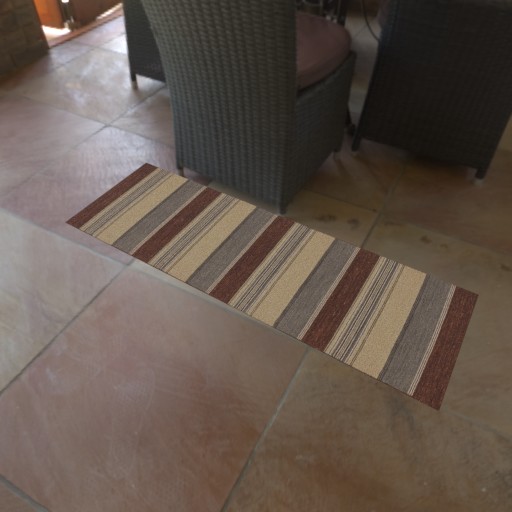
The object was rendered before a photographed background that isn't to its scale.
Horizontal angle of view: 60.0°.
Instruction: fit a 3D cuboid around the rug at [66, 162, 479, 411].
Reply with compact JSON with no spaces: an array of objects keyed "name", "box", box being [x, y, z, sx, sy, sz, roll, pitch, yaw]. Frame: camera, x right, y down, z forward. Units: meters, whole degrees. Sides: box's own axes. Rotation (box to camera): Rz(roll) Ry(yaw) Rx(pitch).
[{"name":"rug","box":[0.000,0.000,2.689,2.437,0.006,0.792,24,51,21]}]
